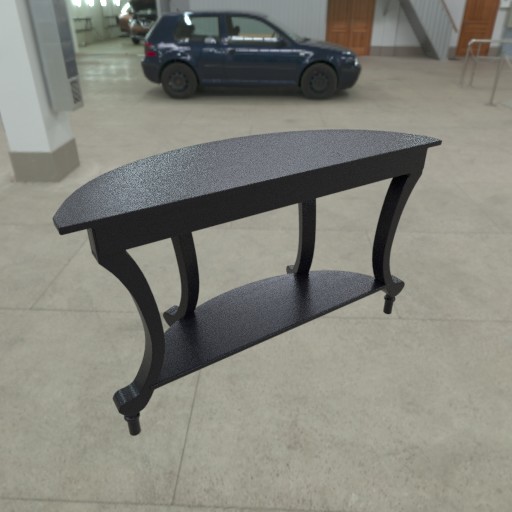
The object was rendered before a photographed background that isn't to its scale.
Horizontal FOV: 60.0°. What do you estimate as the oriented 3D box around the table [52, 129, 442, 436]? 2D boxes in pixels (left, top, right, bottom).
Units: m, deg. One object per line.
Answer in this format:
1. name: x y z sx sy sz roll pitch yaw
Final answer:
1. table: 0.000 0.000 1.484 1.198 0.692 0.394 -18 34 -28
